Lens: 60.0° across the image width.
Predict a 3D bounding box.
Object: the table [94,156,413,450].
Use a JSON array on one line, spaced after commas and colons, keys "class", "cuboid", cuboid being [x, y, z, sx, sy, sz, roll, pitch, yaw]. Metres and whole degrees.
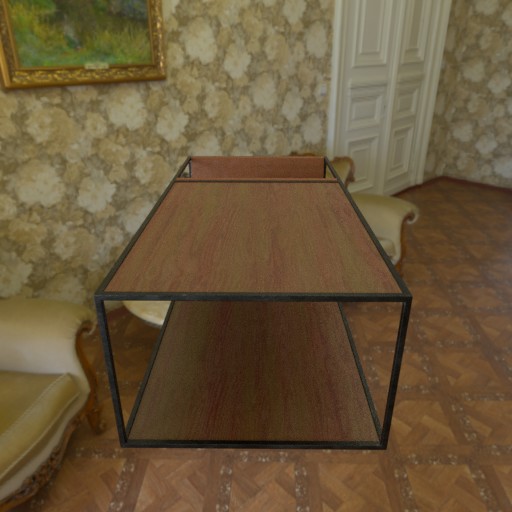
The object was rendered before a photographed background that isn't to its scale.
[{"class": "table", "cuboid": [0.000, 0.000, 1.454, 0.597, 0.403, 1.199, 0, 25, 1]}]
